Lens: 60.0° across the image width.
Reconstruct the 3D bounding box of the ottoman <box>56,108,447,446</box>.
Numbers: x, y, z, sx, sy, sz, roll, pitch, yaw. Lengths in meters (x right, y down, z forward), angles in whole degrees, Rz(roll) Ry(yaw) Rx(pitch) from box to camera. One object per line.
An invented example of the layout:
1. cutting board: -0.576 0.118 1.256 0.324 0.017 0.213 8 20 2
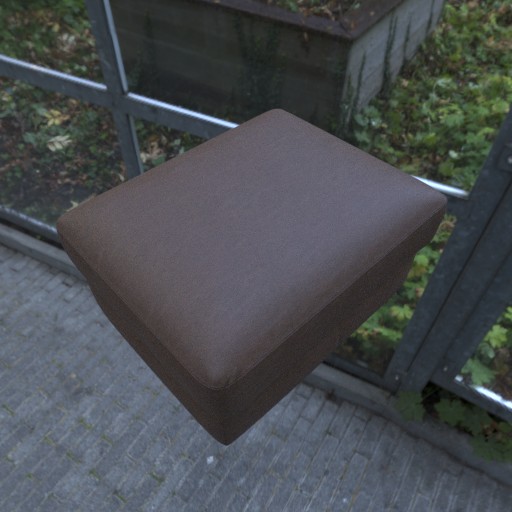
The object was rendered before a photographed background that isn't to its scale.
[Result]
1. ottoman: 0.000 0.000 1.211 0.787 0.508 0.635 -35 56 -28
